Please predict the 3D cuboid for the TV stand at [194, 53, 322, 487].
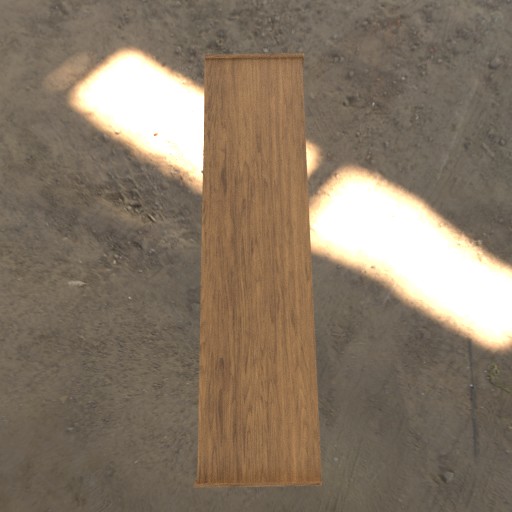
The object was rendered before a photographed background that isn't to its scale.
[{"bbox_3d":[0.000,0.000,1.996,0.467,0.415,1.796,-1,76,0],"label":"TV stand"}]
